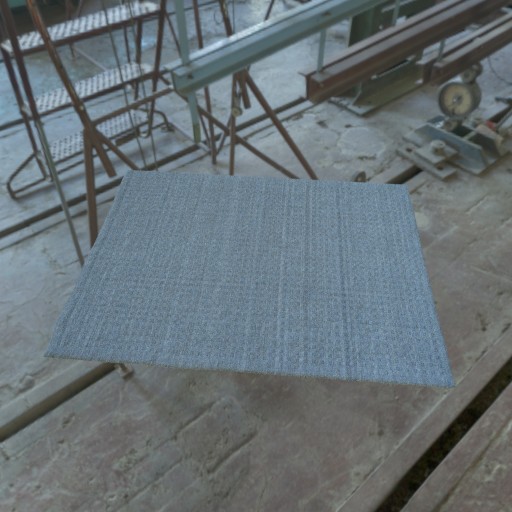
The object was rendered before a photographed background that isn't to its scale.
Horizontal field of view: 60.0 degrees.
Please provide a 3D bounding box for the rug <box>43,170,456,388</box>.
[{"bbox_3d":[0.000,0.000,4.222,3.200,0.007,2.443,4,48,3],"label":"rug"}]
